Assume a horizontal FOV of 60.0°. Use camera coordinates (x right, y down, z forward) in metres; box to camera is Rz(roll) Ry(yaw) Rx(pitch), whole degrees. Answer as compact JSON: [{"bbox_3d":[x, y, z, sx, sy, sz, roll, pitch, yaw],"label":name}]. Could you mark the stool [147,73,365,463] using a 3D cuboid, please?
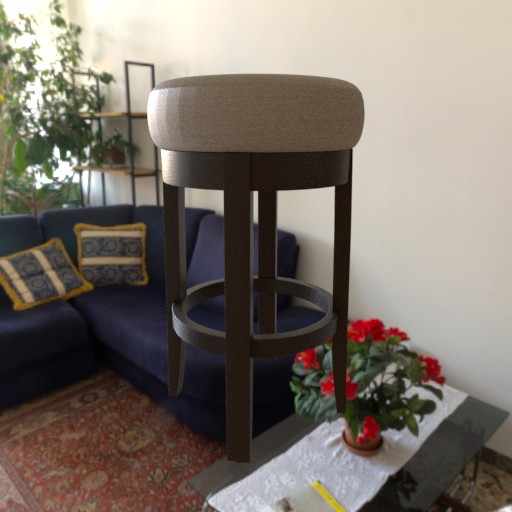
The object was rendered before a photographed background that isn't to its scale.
[{"bbox_3d":[0.000,0.000,1.011,0.443,0.757,0.443,0,16,0],"label":"stool"}]
